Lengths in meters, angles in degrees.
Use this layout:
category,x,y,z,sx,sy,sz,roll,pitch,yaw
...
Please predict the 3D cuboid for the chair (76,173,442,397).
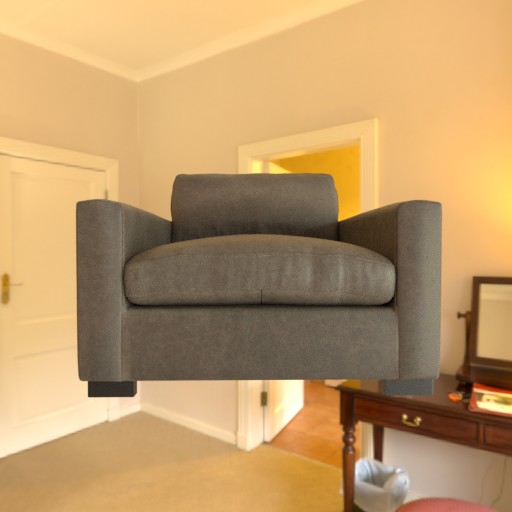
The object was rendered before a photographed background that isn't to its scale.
category,x,y,z,sx,sy,sz,roll,pitch,yaw
chair,0.000,0.000,1.786,1.106,0.807,1.080,0,1,-1
